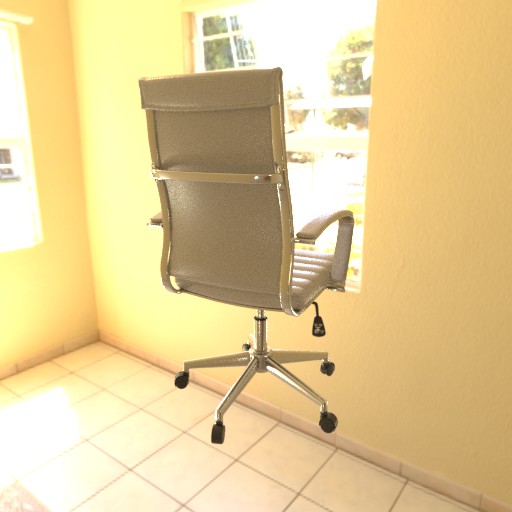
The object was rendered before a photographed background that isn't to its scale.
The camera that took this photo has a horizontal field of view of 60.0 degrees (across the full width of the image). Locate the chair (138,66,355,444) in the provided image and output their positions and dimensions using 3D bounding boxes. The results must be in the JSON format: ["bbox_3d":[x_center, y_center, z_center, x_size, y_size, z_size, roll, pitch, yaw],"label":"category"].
[{"bbox_3d":[0.000,0.000,1.575,0.679,1.149,0.667,8,17,26],"label":"chair"}]
